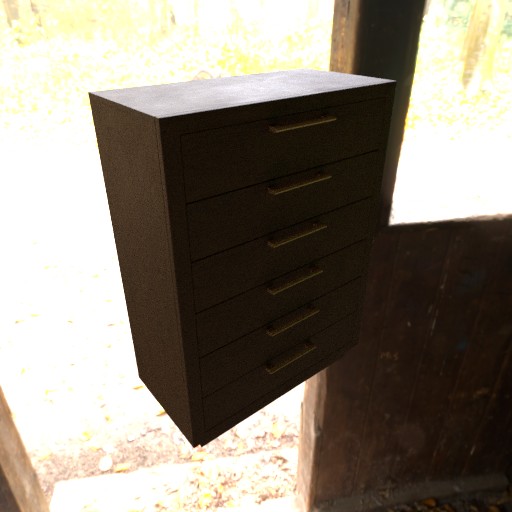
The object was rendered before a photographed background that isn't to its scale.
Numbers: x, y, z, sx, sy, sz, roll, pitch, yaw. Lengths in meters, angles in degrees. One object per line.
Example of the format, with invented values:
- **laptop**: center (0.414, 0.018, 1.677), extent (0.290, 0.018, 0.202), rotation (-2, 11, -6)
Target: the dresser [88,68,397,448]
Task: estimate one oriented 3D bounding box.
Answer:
- **dresser**: center (0.000, 0.000, 1.828), extent (0.964, 1.320, 0.516), rotation (-22, 36, -33)
